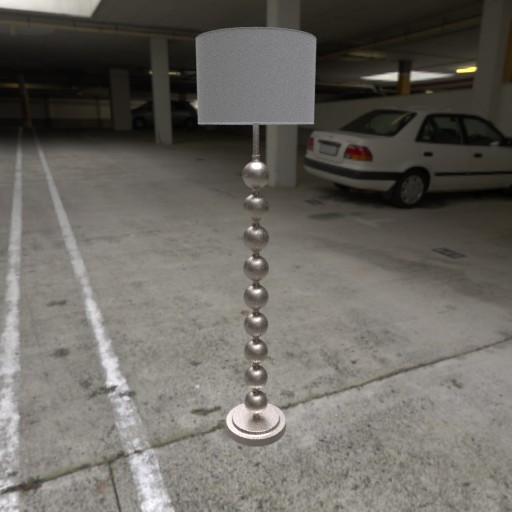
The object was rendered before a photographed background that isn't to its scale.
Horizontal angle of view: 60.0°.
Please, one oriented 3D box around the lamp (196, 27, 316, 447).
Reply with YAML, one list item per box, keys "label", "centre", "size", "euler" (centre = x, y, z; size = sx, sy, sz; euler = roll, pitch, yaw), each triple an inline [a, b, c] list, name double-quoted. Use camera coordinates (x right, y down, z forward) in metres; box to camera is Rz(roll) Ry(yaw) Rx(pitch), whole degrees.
- label: "lamp"
  centre: [0.000, 0.000, 1.646]
  size: [0.394, 1.474, 0.394]
  euler: [-8, 18, -26]
